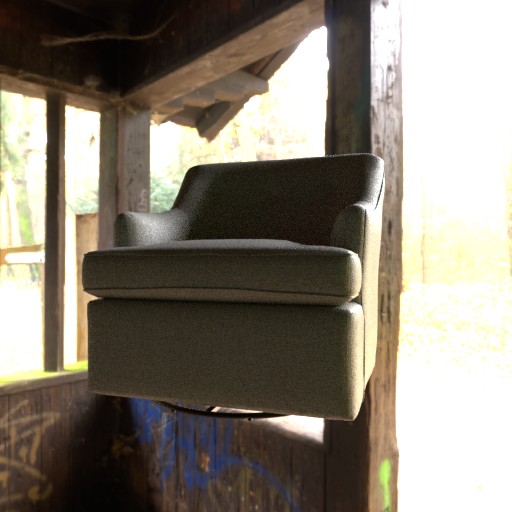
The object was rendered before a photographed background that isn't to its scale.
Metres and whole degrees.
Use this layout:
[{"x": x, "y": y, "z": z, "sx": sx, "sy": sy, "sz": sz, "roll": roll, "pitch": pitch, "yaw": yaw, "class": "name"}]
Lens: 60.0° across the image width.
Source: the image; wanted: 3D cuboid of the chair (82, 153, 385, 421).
[{"x": 0.000, "y": 0.000, "z": 1.570, "sx": 0.864, "sy": 0.856, "sz": 0.923, "roll": 0, "pitch": 0, "yaw": 18, "class": "chair"}]
